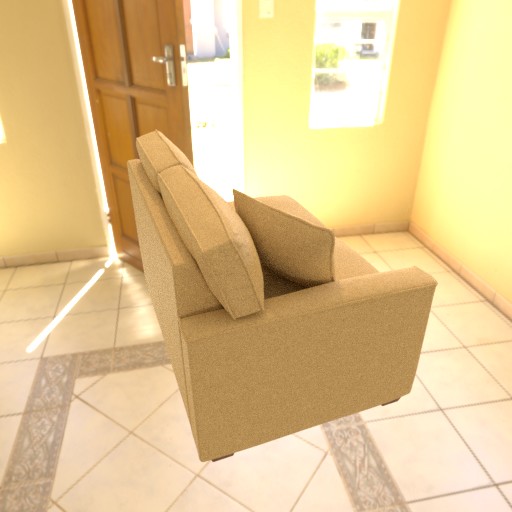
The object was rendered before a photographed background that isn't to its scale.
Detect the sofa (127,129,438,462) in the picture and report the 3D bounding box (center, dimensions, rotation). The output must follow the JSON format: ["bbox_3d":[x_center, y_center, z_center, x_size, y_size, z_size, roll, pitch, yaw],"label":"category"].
[{"bbox_3d":[0.000,0.000,2.149,0.991,0.989,1.388,-11,31,-18],"label":"sofa"}]
